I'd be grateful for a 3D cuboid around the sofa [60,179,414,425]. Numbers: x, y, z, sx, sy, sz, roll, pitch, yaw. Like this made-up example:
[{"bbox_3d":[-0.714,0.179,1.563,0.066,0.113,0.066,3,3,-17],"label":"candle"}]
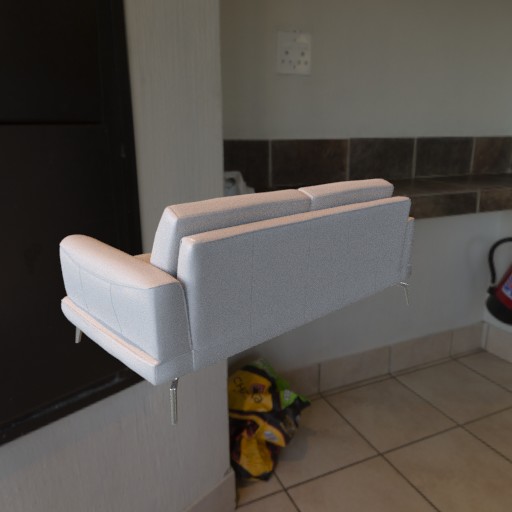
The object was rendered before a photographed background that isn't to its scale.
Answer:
[{"bbox_3d":[0.000,0.000,2.845,2.177,0.930,1.121,-14,21,-41],"label":"sofa"}]
